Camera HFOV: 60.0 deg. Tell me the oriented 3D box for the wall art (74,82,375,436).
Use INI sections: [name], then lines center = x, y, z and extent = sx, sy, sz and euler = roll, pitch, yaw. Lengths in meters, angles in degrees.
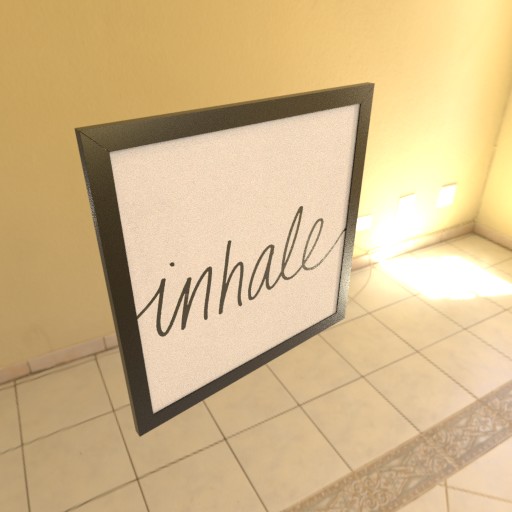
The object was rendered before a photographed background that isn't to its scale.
[wall art]
center = 0.000, 0.000, 0.661
extent = 0.446, 0.445, 0.014
euler = -22, 37, -33
